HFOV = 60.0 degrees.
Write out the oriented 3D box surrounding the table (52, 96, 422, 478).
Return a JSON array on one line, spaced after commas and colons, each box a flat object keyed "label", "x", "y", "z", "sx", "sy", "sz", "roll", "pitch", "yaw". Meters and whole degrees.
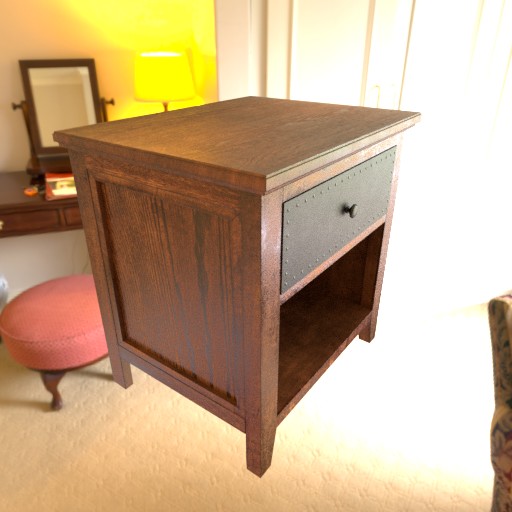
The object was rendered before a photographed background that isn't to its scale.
[{"label": "table", "x": 0.000, "y": 0.000, "z": 1.003, "sx": 0.461, "sy": 0.597, "sz": 0.586, "roll": 19, "pitch": 33, "yaw": 32}]
